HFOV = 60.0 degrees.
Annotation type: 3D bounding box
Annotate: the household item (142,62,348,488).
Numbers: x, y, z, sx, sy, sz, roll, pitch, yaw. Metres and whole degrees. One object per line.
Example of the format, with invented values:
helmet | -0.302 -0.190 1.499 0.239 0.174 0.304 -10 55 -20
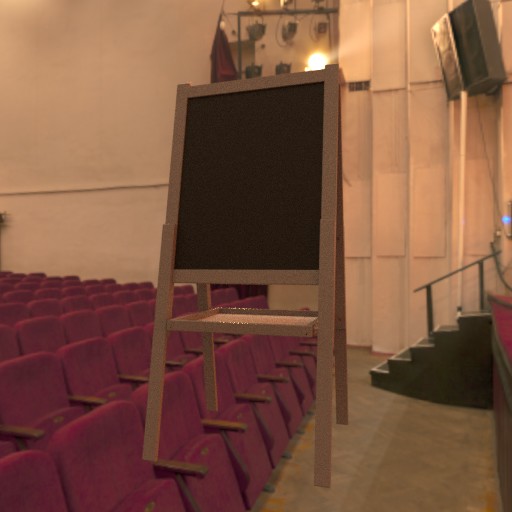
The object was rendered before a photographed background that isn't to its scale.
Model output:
household item | 0.000 0.000 1.416 0.531 1.172 0.469 0 -1 17
